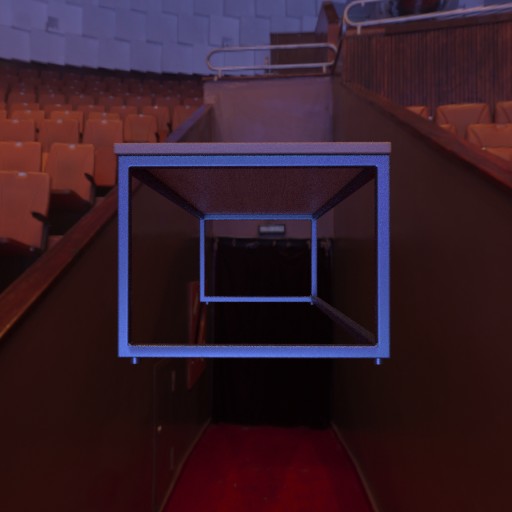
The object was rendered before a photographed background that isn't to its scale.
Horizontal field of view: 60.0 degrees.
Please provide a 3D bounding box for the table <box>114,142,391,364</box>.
[{"bbox_3d":[0.000,0.000,1.344,0.500,0.400,1.100,0,0,1],"label":"table"}]
